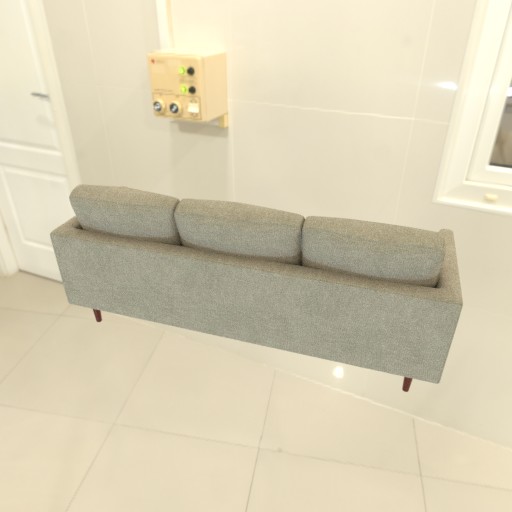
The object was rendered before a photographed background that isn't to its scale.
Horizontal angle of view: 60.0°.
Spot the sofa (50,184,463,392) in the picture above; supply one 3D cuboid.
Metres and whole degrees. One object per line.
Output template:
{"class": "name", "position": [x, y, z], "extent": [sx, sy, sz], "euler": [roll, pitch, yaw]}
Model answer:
{"class": "sofa", "position": [0.000, 0.000, 2.723], "extent": [2.246, 0.930, 0.903], "euler": [9, 32, 15]}
